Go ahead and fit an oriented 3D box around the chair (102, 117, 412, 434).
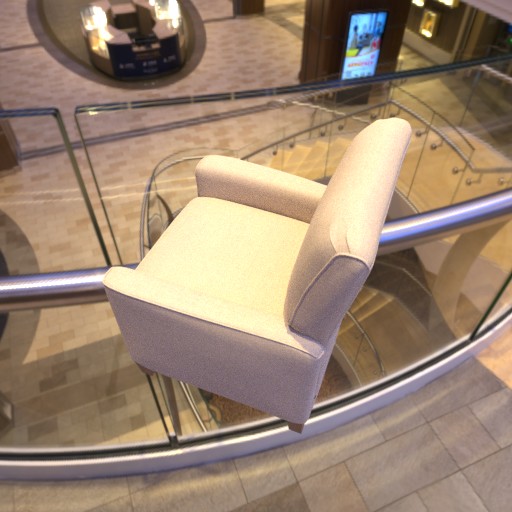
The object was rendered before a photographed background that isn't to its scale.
[{"bbox_3d":[0.000,0.000,1.687,0.858,1.023,0.841,16,48,15],"label":"chair"}]
